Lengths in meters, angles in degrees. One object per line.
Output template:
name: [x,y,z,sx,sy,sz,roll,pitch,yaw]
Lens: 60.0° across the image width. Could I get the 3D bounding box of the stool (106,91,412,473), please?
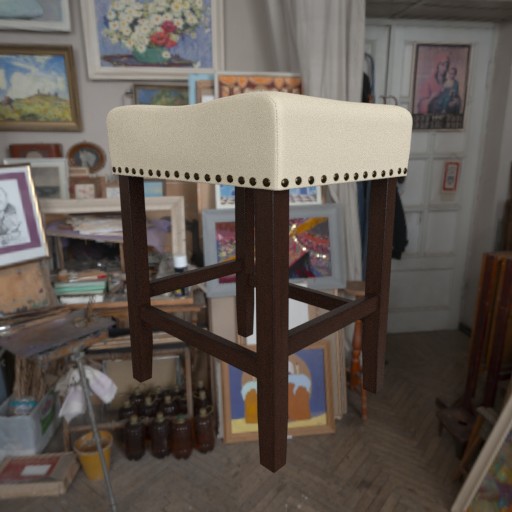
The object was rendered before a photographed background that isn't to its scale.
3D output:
stool: [0.000,0.000,0.943,0.471,0.609,0.401,14,20,42]
